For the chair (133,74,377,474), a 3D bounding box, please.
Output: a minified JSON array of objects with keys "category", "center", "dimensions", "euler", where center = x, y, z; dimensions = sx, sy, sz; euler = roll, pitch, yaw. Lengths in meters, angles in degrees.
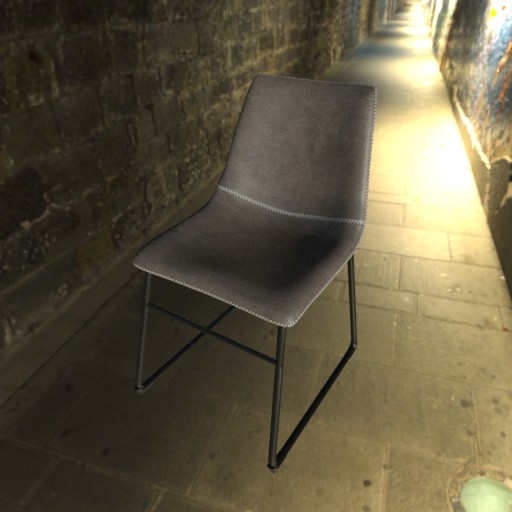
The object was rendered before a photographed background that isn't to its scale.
[{"category":"chair","center":[0.000,0.000,1.129],"dimensions":[0.460,0.780,0.550],"euler":[18,36,28]}]
